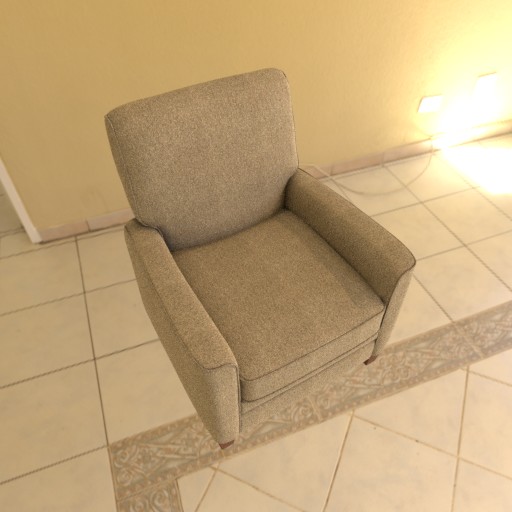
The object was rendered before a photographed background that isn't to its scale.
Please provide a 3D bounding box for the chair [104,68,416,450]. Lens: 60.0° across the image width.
[{"bbox_3d":[0.000,0.000,1.646,0.841,1.028,0.858,-23,50,-21],"label":"chair"}]
